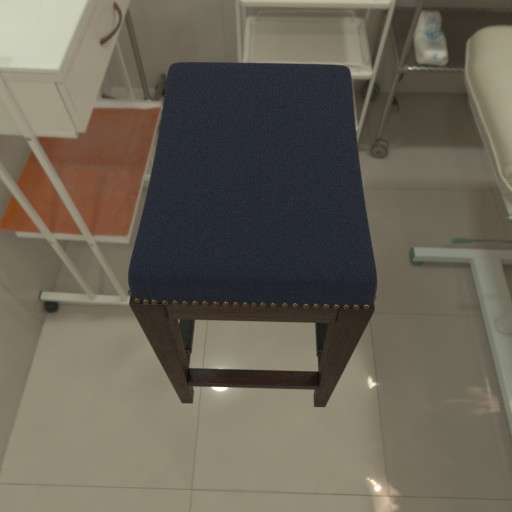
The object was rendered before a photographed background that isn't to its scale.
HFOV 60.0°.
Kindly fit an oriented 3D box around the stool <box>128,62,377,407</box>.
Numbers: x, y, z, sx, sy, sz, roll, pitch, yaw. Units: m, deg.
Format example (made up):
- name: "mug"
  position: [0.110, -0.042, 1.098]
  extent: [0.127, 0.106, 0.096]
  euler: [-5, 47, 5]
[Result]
- name: "stool"
  position: [0.000, 0.000, 0.973]
  extent: [0.361, 0.642, 0.500]
  euler: [1, 59, 1]
